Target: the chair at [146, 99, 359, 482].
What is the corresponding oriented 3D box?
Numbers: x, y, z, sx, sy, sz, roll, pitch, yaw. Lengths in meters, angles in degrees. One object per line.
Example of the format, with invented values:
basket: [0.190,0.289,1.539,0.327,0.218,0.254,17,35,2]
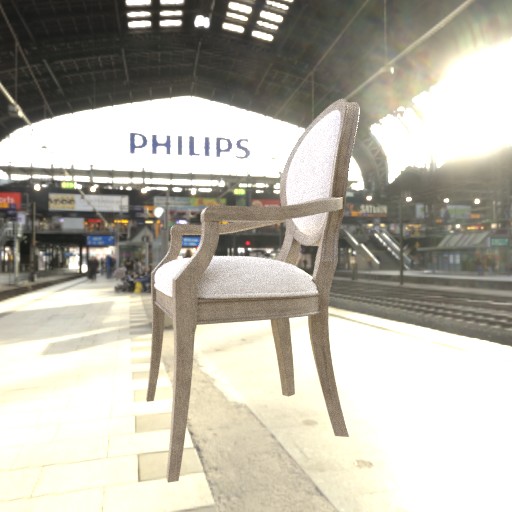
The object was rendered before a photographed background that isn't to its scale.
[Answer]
chair: [0.000,0.000,1.348,0.602,0.991,0.611,0,-1,-18]
